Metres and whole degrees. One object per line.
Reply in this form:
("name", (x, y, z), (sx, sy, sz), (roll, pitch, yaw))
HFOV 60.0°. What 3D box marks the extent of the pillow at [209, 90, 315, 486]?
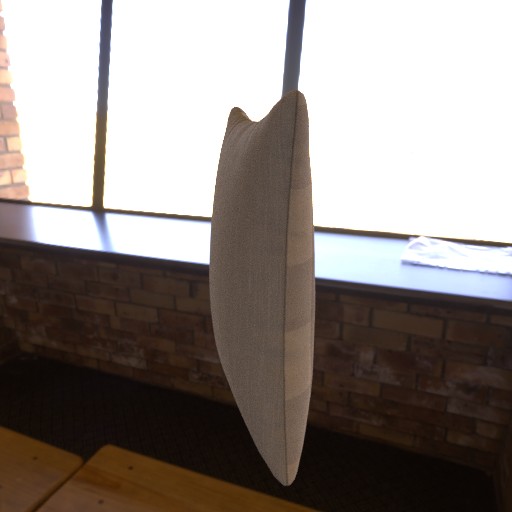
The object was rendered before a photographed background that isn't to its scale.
("pillow", (0.000, 0.000, 0.768), (0.161, 0.509, 0.511), (-3, 17, -9))
